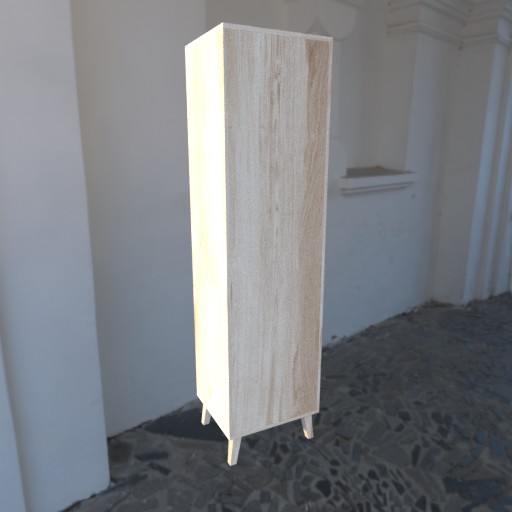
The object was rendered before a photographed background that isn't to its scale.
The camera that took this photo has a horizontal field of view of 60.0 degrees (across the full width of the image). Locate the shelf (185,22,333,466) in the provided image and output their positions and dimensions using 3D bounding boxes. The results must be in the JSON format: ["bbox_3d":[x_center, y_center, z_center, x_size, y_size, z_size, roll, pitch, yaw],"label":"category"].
[{"bbox_3d":[0.000,0.000,2.204,0.510,1.960,0.450,-7,15,-26],"label":"shelf"}]
